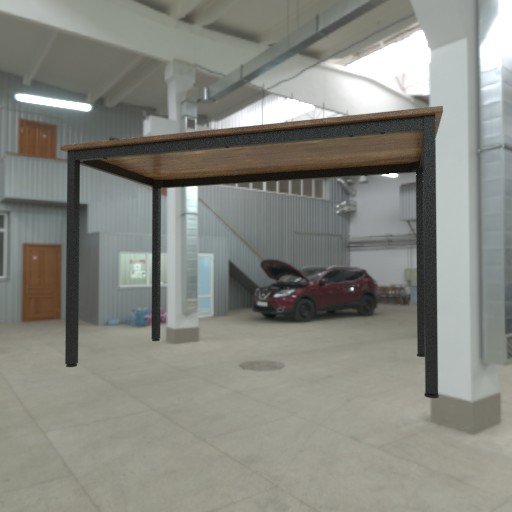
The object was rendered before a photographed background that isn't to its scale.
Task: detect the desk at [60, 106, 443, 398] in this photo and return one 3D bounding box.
[{"bbox_3d":[0.000,0.000,1.592,1.200,0.749,0.600,0,-1,18],"label":"desk"}]
